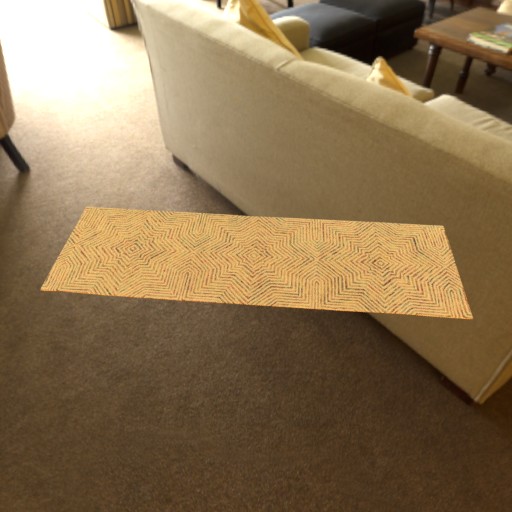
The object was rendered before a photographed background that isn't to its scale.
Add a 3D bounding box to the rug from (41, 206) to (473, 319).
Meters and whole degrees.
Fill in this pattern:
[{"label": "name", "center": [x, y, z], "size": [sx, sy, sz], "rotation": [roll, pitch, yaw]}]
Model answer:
[{"label": "rug", "center": [0.000, 0.000, 2.755], "size": [2.443, 0.009, 0.771], "rotation": [3, 45, 3]}]
